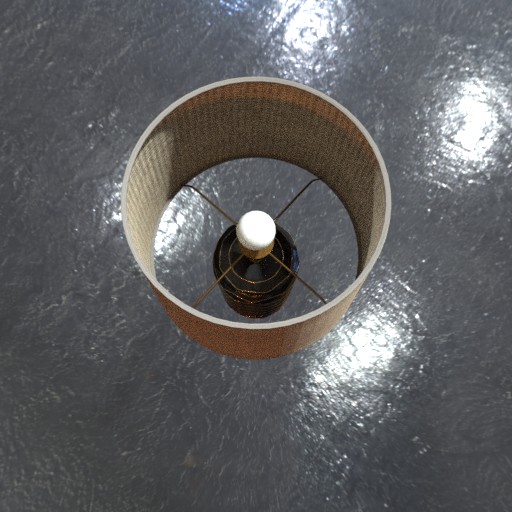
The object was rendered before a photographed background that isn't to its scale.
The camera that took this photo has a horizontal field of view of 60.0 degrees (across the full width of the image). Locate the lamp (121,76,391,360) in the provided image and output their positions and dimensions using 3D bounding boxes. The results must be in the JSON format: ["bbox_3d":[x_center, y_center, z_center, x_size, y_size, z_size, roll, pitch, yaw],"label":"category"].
[{"bbox_3d":[0.000,0.000,0.819,0.376,0.594,0.376,0,75,0],"label":"lamp"}]
